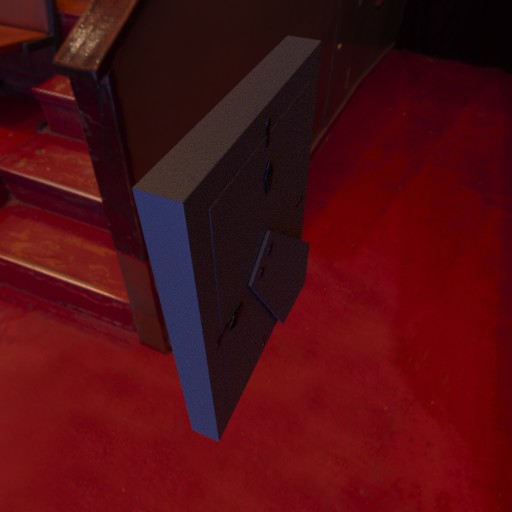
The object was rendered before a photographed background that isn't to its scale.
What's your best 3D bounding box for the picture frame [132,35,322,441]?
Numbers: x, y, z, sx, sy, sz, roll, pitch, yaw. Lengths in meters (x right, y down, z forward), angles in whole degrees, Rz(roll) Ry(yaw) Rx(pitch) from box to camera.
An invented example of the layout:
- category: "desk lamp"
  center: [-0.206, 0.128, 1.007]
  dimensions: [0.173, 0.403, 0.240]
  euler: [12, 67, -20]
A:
- category: "picture frame"
  center: [0.000, 0.000, 0.278]
  dimensions: [0.028, 0.208, 0.157]
  euler: [17, 48, 16]
